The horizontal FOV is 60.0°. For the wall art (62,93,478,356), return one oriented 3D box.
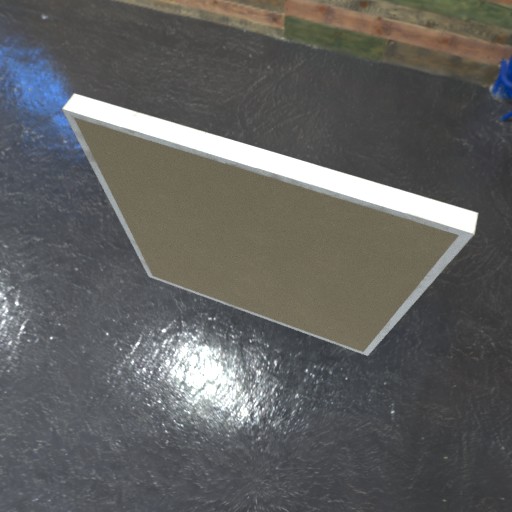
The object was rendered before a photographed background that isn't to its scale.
[{"bbox_3d":[0.000,0.000,0.743,0.508,0.506,0.029,19,64,9],"label":"wall art"}]
